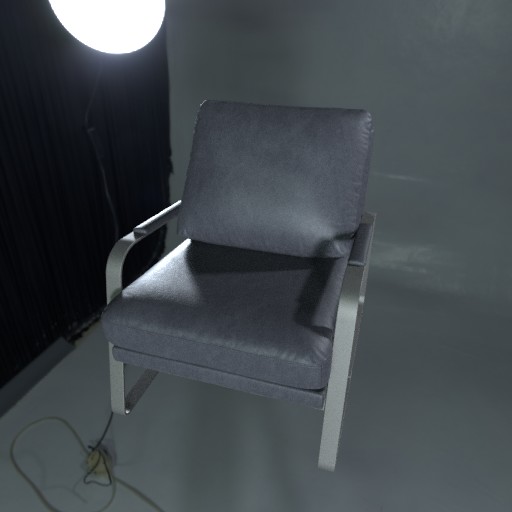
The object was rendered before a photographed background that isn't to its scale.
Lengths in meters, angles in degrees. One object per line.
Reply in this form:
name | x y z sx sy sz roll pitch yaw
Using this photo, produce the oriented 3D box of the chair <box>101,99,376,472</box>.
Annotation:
chair | 0.000 0.000 1.423 0.692 0.839 0.878 9 30 15
